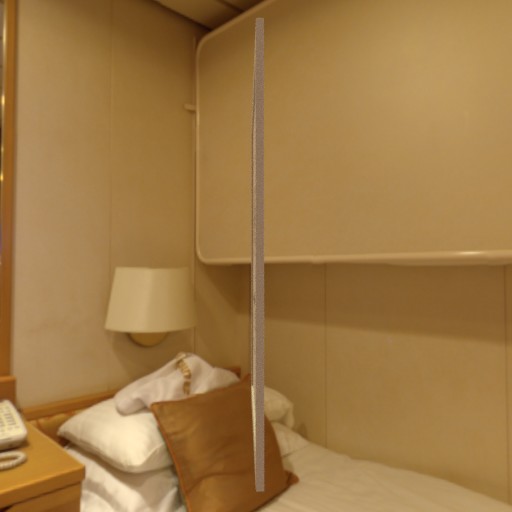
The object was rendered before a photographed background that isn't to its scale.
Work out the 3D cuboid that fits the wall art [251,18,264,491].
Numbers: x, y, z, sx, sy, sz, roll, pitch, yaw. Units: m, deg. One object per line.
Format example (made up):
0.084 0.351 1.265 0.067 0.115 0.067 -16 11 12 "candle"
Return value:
0.000 0.000 0.842 0.011 0.659 0.454 0 -2 -1 "wall art"
